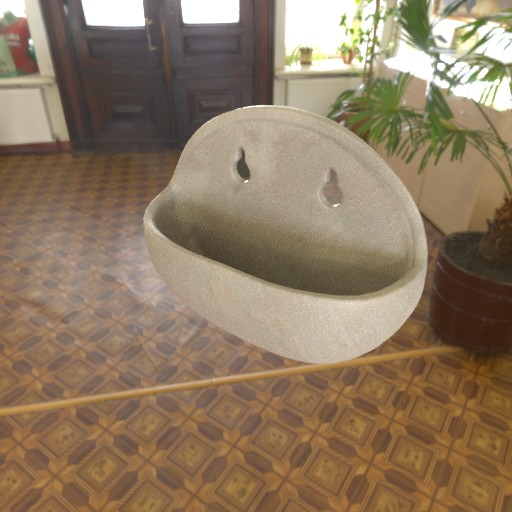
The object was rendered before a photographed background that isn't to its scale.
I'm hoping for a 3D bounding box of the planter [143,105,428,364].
[{"bbox_3d":[0.000,0.000,0.271,0.190,0.164,0.073,20,38,28],"label":"planter"}]
